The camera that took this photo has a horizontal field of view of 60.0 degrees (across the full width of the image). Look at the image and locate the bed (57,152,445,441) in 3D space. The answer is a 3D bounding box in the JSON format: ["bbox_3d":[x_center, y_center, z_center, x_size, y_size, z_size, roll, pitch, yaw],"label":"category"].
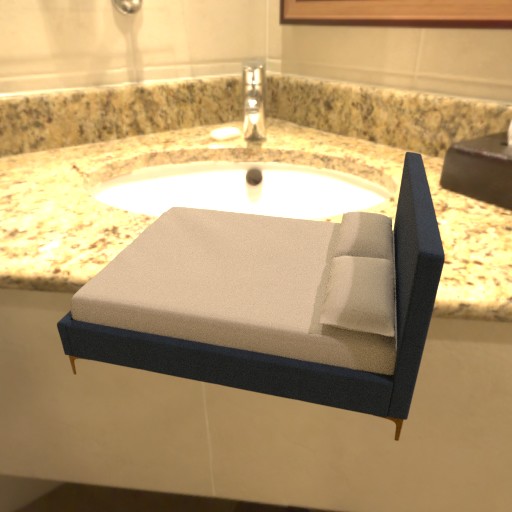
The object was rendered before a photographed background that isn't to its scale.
[{"bbox_3d":[0.000,0.000,3.194,2.172,1.231,1.723,7,30,13],"label":"bed"}]
